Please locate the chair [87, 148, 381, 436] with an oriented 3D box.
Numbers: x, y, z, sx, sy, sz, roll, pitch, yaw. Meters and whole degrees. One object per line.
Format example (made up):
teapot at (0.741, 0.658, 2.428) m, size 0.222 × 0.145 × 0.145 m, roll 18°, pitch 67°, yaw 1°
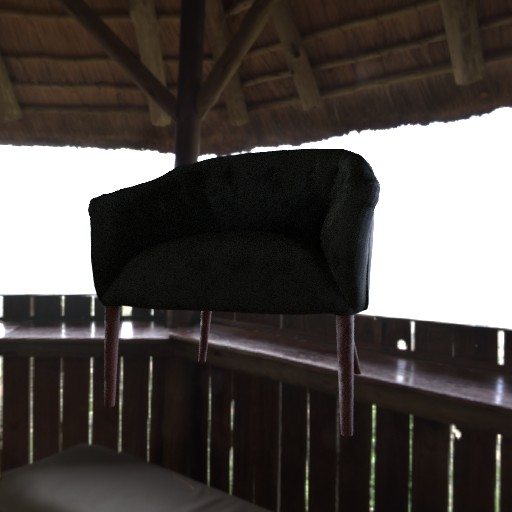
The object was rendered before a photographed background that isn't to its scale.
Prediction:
chair at (0.000, 0.000, 1.526) m, size 0.851 × 0.885 × 0.776 m, roll 0°, pitch 0°, yaw 18°
